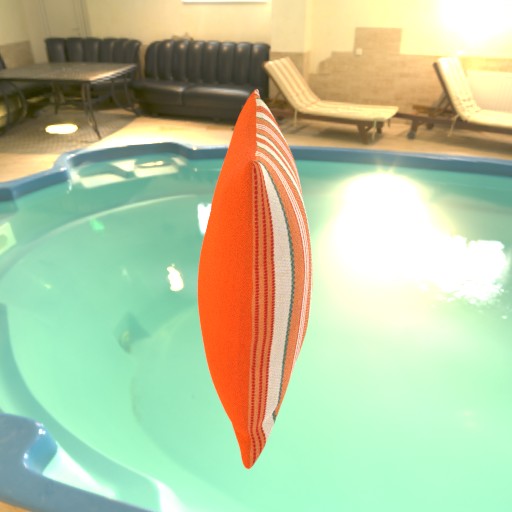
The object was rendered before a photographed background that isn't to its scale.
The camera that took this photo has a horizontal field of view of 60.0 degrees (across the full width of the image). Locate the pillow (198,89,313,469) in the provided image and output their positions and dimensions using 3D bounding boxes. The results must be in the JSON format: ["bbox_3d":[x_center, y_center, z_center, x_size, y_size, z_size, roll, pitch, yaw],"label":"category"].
[{"bbox_3d":[0.000,0.000,0.698,0.182,0.441,0.440,0,30,1],"label":"pillow"}]
